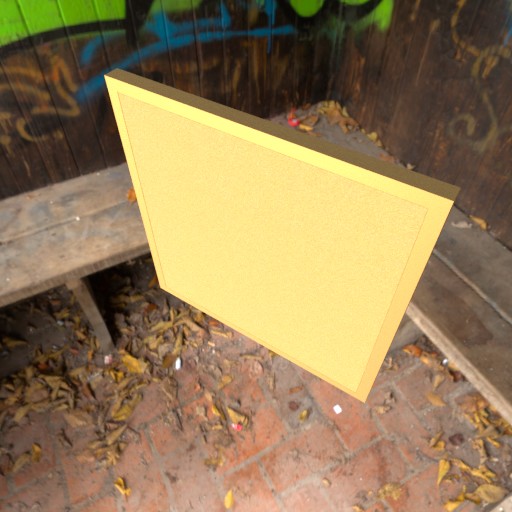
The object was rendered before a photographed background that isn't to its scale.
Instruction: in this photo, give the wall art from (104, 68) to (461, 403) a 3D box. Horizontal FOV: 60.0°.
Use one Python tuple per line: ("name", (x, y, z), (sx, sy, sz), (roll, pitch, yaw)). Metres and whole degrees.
("wall art", (0.000, 0.000, 2.849), (1.926, 1.926, 0.099), (26, 53, 21))
